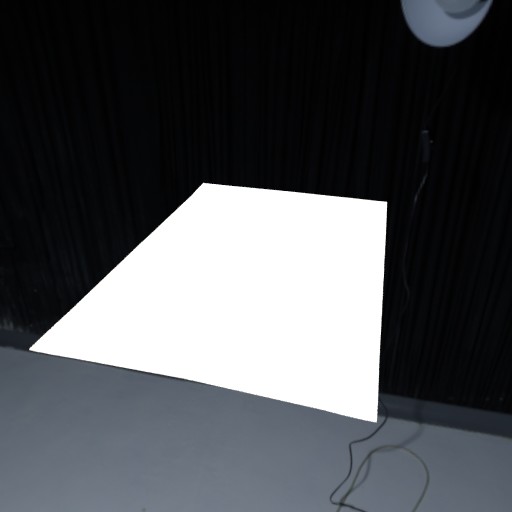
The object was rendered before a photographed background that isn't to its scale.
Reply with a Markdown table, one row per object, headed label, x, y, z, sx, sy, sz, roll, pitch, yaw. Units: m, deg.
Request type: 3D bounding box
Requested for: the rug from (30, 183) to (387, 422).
| label | x | y | z | sx | sy | sz | roll | pitch | yaw |
| --- | --- | --- | --- | --- | --- | --- | --- | --- | --- |
| rug | 0.000 | 0.000 | 3.617 | 2.032 | 0.038 | 2.869 | 8 | 31 | 13 |
